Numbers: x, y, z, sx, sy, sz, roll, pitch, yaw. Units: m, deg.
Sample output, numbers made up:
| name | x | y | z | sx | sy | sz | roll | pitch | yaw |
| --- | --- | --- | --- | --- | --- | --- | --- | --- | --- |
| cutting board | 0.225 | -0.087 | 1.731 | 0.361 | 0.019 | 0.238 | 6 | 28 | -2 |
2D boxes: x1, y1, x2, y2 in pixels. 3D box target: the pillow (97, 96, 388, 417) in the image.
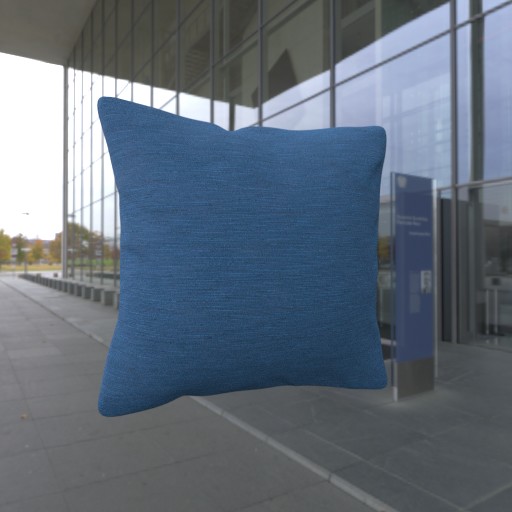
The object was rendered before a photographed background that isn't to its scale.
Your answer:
| name | x | y | z | sx | sy | sz | roll | pitch | yaw |
| --- | --- | --- | --- | --- | --- | --- | --- | --- | --- |
| pillow | 0.000 | 0.000 | 0.643 | 0.437 | 0.420 | 0.177 | 0 | -1 | -18 |
